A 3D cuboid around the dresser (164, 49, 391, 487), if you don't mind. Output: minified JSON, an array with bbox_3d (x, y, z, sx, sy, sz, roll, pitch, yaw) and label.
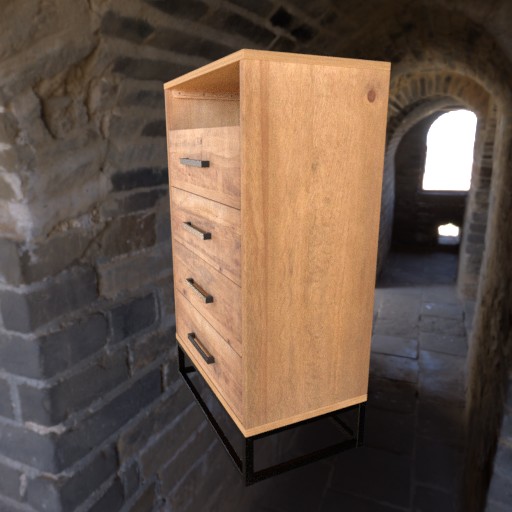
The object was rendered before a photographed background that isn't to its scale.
[{"bbox_3d":[0.000,0.000,1.622,0.479,1.240,0.761,-7,16,-25],"label":"dresser"}]
